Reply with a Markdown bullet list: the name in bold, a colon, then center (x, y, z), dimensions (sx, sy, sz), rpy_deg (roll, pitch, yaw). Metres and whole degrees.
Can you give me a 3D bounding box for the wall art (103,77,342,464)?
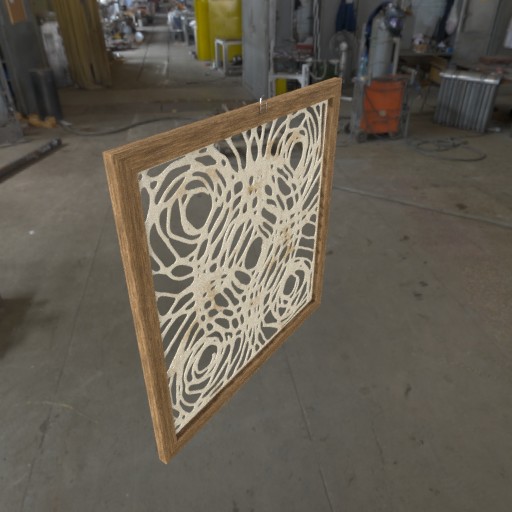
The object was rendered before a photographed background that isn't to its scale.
- **wall art**: center (0.000, 0.000, 0.825), dimensions (0.021, 0.576, 0.561), rpy_deg (21, 37, 30)
